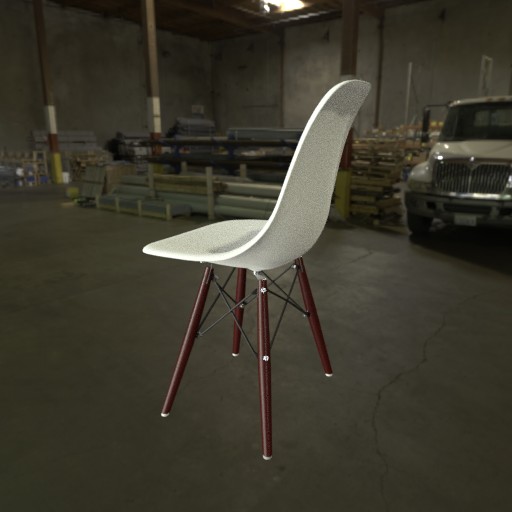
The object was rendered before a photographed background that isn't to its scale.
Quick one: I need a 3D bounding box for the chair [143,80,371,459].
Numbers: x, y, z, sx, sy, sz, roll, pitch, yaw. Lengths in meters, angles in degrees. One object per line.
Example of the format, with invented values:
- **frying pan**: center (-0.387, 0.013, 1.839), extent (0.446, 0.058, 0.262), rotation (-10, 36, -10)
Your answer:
- **chair**: center (0.000, 0.000, 1.161), extent (0.533, 0.826, 0.470), rotation (7, 17, 26)
